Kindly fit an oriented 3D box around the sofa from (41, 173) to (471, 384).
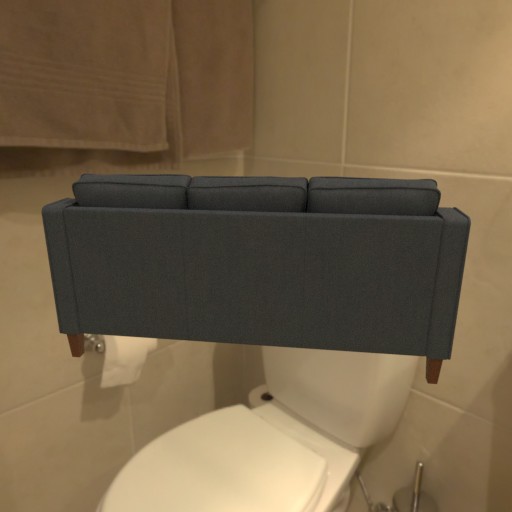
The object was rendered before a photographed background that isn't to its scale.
[{"bbox_3d":[0.000,0.000,2.543,1.986,0.974,0.911,2,17,8],"label":"sofa"}]
